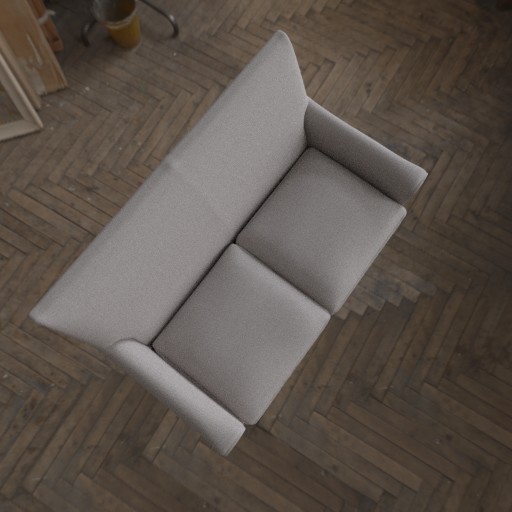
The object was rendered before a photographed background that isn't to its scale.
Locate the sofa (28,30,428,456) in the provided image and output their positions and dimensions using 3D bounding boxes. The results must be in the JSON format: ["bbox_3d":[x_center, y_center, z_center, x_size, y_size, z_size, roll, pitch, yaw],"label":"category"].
[{"bbox_3d":[0.000,0.000,2.037,0.888,0.890,1.482,36,79,8],"label":"sofa"}]
